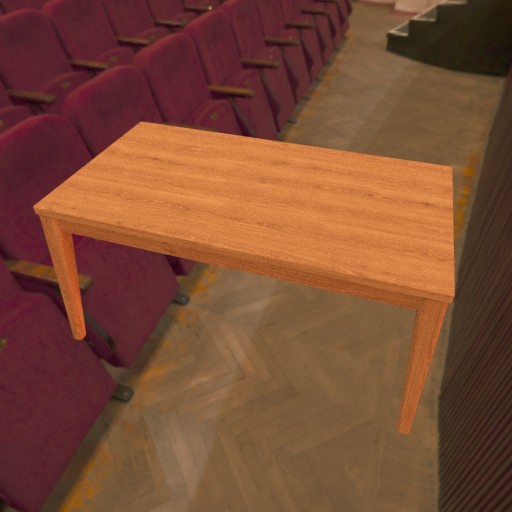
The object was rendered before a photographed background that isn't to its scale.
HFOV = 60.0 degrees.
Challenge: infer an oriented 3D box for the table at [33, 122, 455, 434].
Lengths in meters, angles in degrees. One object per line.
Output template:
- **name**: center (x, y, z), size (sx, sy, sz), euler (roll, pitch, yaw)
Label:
- **table**: center (0.000, 0.000, 2.071), size (1.600, 0.760, 0.900), euler (12, 42, 14)
